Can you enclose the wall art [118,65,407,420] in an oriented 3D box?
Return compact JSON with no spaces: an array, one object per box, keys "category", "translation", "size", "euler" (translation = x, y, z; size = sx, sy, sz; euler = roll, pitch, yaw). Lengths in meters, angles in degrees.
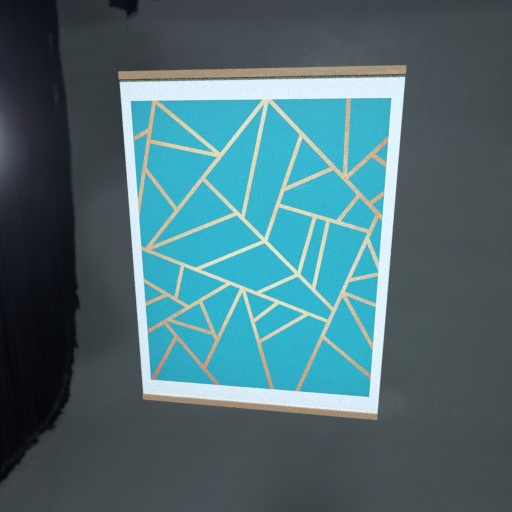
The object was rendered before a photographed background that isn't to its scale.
[{"category":"wall art","translation":[0.000,0.000,1.295],"size":[0.758,1.016,0.013],"euler":[2,15,8]}]
